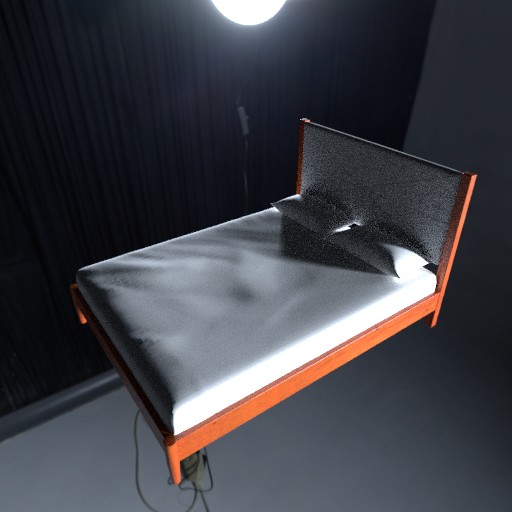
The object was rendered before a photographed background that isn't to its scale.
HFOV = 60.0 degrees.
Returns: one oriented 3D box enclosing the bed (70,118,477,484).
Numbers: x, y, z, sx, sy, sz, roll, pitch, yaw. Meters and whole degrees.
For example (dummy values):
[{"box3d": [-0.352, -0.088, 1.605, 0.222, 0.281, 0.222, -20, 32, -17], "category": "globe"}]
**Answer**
[{"box3d": [0.000, 0.000, 2.952, 2.117, 1.165, 1.566, -21, 37, -30], "category": "bed"}]
